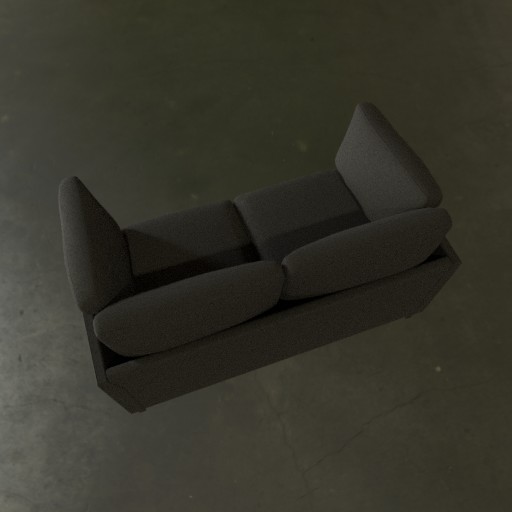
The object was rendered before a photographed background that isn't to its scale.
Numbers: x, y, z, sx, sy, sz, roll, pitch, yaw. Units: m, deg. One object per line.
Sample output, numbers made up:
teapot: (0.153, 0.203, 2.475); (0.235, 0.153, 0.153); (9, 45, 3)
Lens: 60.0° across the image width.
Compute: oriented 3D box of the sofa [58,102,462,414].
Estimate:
sofa: (0.000, 0.000, 2.343); (1.751, 0.920, 0.969); (-17, 61, -10)
